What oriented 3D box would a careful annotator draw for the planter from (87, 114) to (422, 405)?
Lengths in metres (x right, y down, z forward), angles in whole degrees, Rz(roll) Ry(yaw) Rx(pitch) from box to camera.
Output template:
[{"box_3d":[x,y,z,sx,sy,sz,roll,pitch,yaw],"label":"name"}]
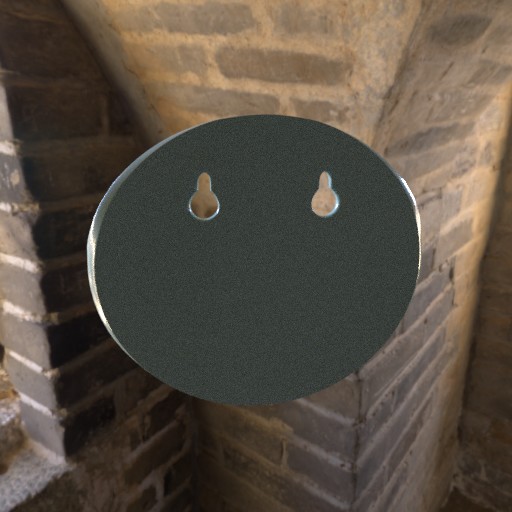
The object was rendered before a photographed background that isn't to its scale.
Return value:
[{"box_3d":[0.000,0.000,0.273,0.189,0.164,0.073,-2,15,-8],"label":"planter"}]
